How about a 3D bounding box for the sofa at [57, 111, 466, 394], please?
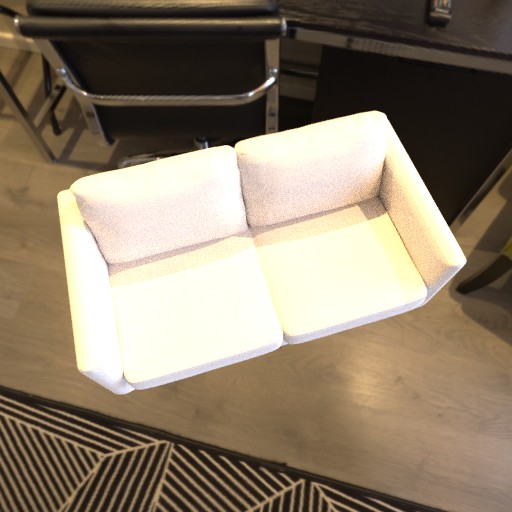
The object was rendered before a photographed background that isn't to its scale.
[{"bbox_3d":[0.000,0.000,2.236,1.713,0.893,0.940,-15,65,-7],"label":"sofa"}]
